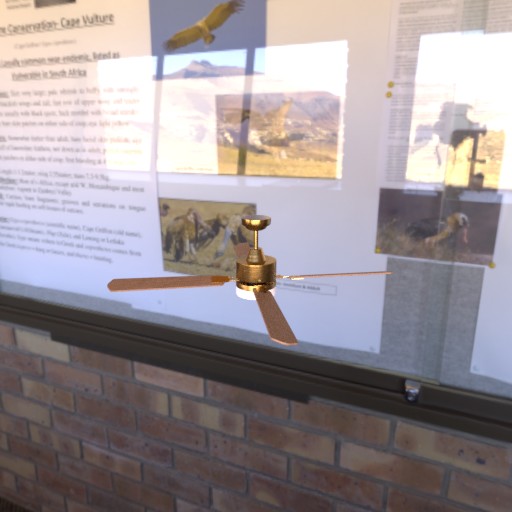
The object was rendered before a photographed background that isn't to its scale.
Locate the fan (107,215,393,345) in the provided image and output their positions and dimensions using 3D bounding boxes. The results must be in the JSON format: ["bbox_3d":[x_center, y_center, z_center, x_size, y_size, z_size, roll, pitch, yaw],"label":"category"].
[{"bbox_3d":[0.000,0.000,2.010,1.320,0.355,1.320,-2,16,-8],"label":"fan"}]
